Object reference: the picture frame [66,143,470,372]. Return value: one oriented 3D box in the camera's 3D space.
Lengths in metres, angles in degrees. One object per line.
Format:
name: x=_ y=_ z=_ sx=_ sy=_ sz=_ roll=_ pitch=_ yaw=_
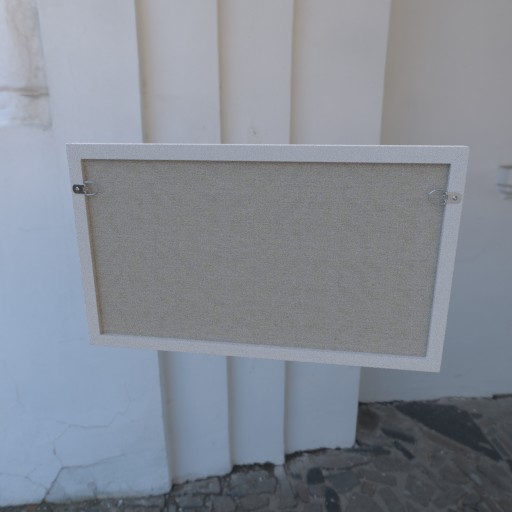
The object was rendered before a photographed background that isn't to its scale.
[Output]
picture frame: x=0.000 y=0.000 z=0.775 sx=0.647 sy=0.379 sz=0.044 roll=3 pitch=17 yaw=9
